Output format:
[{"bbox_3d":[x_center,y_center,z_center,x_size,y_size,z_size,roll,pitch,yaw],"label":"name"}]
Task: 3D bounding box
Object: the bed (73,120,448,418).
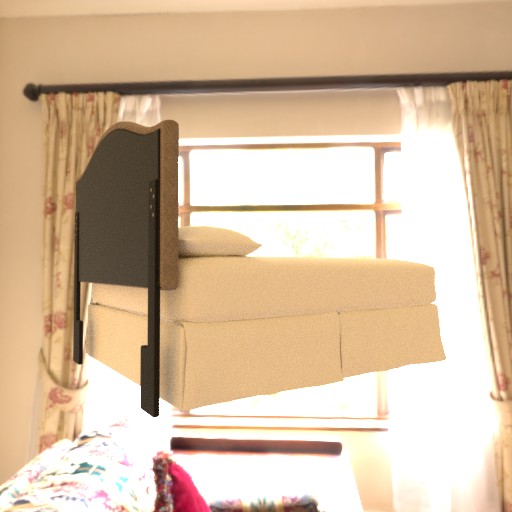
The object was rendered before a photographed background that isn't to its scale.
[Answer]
[{"bbox_3d":[0.000,0.000,3.217,2.153,1.518,1.713,1,-2,-35],"label":"bed"}]
